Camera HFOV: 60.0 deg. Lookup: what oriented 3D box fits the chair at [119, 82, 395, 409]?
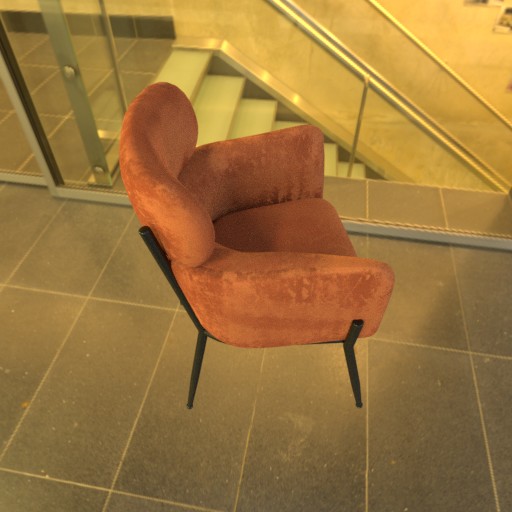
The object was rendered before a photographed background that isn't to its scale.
[{"bbox_3d":[0.000,0.000,1.110,0.523,0.772,0.561,-7,47,-7],"label":"chair"}]
